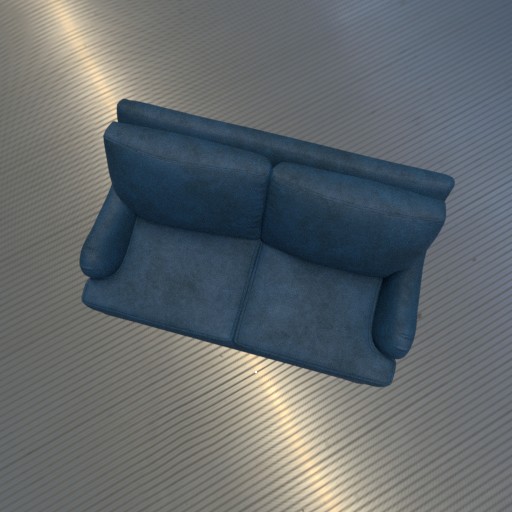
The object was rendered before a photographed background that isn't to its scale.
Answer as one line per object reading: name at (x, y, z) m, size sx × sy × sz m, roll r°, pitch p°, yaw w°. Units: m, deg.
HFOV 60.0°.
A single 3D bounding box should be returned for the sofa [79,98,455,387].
sofa at (0.000, 0.000, 2.576) m, size 1.853 × 1.101 × 1.084 m, roll 14°, pitch 76°, yaw 4°
